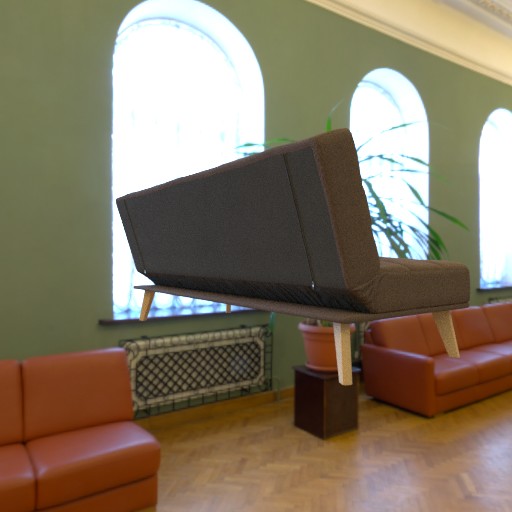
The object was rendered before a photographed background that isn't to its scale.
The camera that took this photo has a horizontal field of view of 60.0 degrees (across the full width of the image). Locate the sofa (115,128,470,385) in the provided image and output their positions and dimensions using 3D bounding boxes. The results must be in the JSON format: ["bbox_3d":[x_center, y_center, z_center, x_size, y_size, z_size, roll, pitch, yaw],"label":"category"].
[{"bbox_3d":[0.000,0.000,2.261,0.860,0.810,1.800,0,0,-36],"label":"sofa"}]
